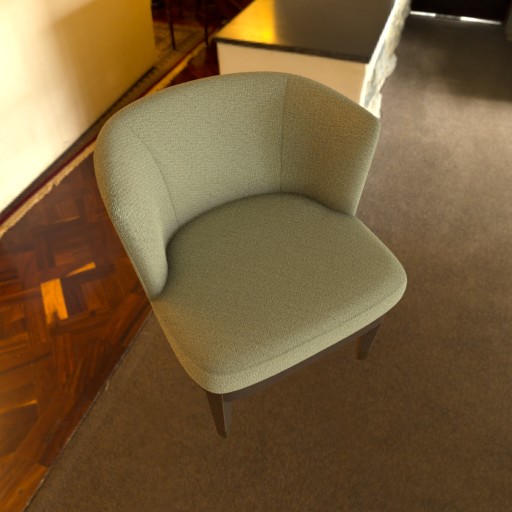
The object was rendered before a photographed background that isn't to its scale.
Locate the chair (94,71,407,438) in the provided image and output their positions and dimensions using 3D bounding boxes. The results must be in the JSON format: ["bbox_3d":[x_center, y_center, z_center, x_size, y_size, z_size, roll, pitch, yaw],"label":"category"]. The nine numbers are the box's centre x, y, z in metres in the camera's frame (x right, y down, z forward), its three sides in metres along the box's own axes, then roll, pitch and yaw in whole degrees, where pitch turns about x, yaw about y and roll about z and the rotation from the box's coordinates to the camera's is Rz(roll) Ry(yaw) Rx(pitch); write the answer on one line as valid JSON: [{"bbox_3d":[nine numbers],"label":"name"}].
[{"bbox_3d":[0.000,0.000,1.241,0.700,0.760,0.660,-23,50,-21],"label":"chair"}]
